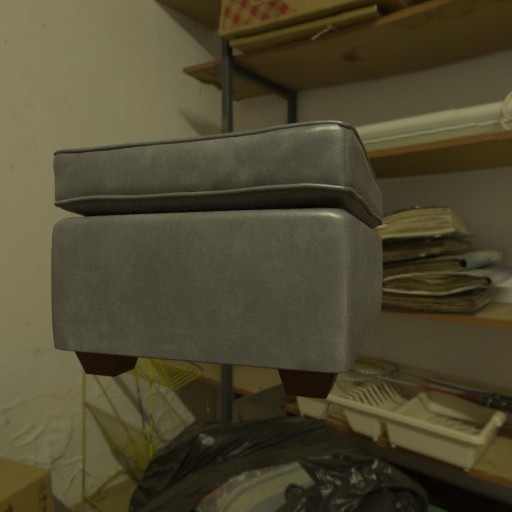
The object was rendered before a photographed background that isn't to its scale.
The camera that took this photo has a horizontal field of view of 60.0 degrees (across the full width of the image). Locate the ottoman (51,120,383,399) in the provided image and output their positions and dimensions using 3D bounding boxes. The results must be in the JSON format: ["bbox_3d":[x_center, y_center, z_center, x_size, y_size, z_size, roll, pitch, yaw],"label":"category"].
[{"bbox_3d":[0.000,0.000,1.062,0.554,0.445,0.756,0,0,19],"label":"ottoman"}]
